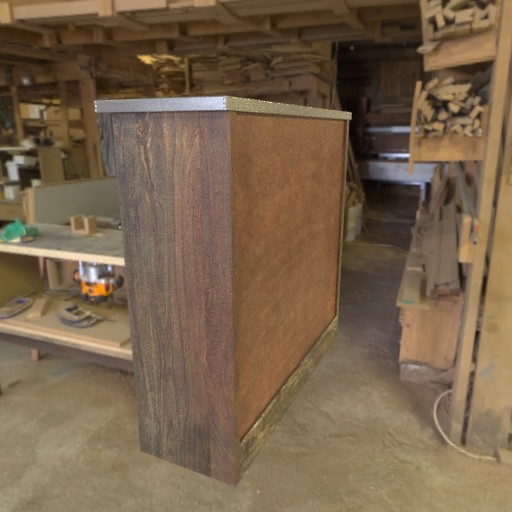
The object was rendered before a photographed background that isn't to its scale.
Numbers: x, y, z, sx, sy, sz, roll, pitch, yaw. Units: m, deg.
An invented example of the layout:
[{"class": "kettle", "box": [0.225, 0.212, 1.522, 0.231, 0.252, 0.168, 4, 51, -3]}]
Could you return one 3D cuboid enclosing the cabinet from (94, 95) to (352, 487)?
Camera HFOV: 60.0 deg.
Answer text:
[{"class": "cabinet", "box": [0.000, 0.000, 1.450, 0.338, 0.919, 0.968, 7, 18, 25]}]
